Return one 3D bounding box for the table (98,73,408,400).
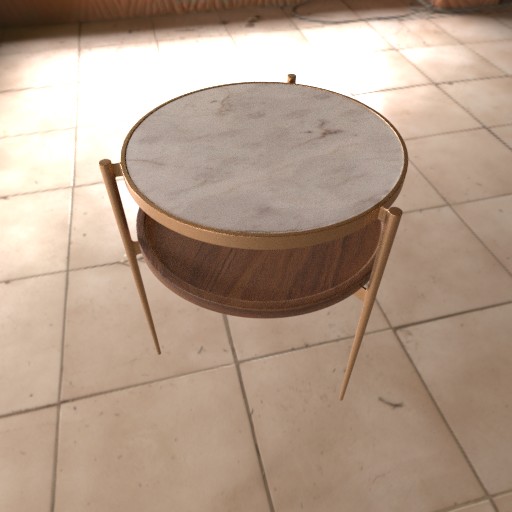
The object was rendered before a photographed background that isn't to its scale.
[{"bbox_3d":[0.000,0.000,0.836,0.456,0.493,0.430,-11,47,-11],"label":"table"}]
